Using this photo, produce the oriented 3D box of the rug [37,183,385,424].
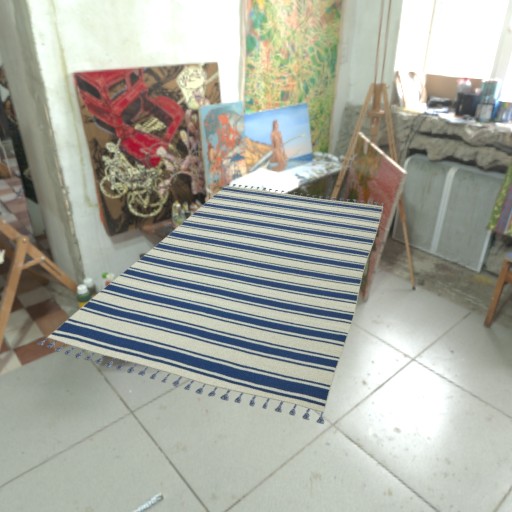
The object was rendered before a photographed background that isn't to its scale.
[{"bbox_3d":[0.000,0.000,2.566,1.248,0.009,2.108,10,31,17],"label":"rug"}]
